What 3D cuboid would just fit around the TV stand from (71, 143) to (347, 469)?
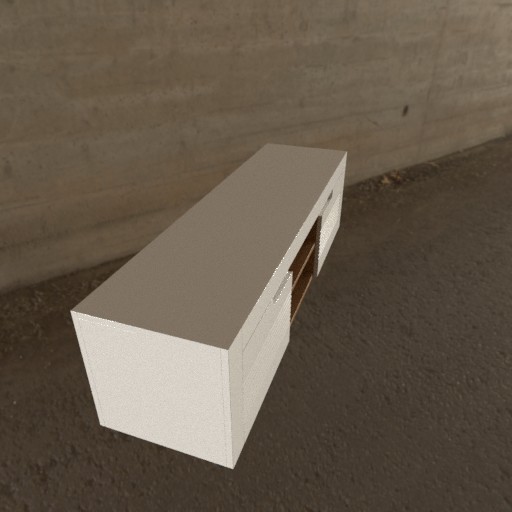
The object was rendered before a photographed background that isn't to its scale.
[{"bbox_3d":[0.000,0.000,1.724,0.410,0.440,1.500,10,32,17],"label":"TV stand"}]
